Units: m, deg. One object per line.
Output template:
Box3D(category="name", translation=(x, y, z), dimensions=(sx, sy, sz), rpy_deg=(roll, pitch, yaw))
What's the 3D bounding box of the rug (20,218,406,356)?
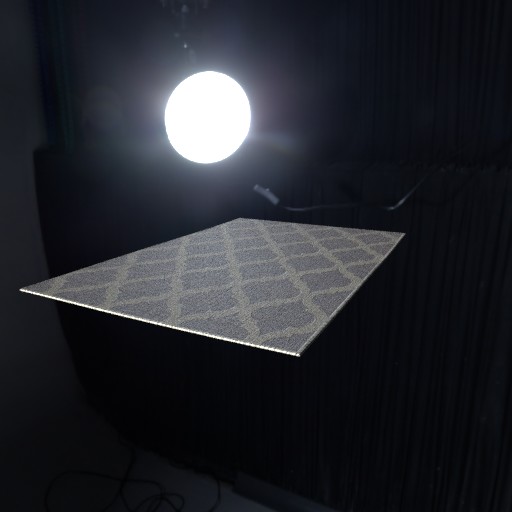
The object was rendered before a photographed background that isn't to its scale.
Box3D(category="rug", translation=(0.000, 0.000, 2.868), dimensions=(1.522, 0.008, 2.284), rpy_deg=(8, 17, 26))
